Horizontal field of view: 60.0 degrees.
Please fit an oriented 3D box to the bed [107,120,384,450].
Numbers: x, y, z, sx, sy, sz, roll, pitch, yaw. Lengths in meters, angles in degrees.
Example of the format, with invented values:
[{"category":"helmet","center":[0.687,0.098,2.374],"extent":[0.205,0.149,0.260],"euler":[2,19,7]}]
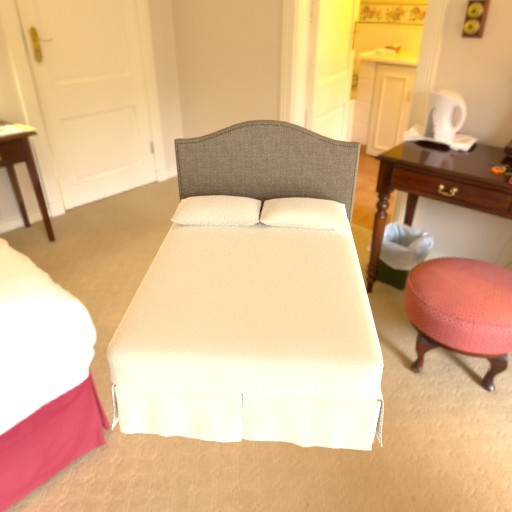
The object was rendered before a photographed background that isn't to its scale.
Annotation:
[{"category":"bed","center":[0.000,0.000,3.308],"extent":[1.713,1.518,2.153],"euler":[2,30,4]}]
